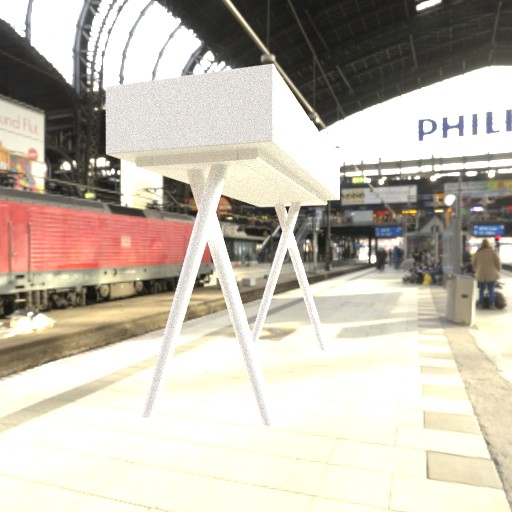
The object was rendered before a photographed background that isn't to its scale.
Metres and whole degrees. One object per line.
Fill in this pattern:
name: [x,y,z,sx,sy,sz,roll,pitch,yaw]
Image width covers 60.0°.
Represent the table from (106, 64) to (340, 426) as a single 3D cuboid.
table: [0.000,0.000,1.467,0.418,0.785,1.066,0,1,18]
